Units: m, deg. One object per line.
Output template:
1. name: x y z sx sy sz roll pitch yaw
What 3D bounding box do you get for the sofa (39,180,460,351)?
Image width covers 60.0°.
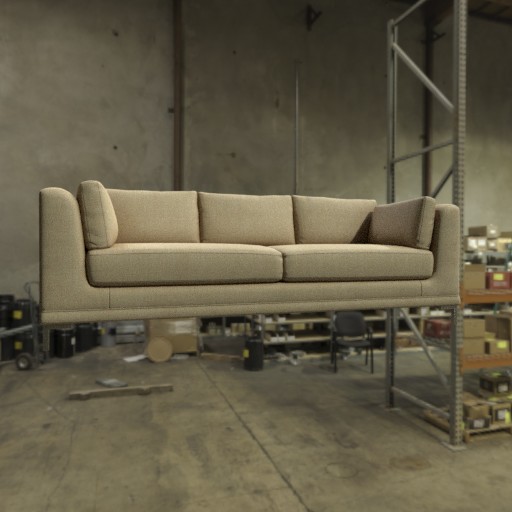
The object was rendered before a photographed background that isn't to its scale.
1. sofa: 0.000 0.000 2.857 2.415 0.867 0.969 0 1 -18
